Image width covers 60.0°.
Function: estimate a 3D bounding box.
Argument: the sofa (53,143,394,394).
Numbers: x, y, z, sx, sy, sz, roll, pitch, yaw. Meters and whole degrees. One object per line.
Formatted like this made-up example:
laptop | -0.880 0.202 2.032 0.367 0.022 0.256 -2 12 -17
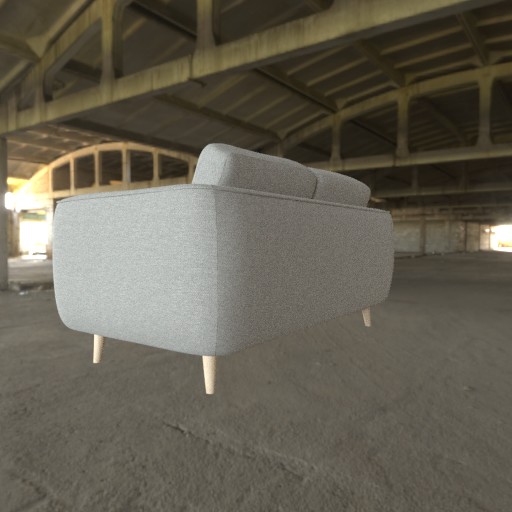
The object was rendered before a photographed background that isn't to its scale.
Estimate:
sofa | 0.000 0.000 2.195 0.920 0.850 1.700 2 3 36
